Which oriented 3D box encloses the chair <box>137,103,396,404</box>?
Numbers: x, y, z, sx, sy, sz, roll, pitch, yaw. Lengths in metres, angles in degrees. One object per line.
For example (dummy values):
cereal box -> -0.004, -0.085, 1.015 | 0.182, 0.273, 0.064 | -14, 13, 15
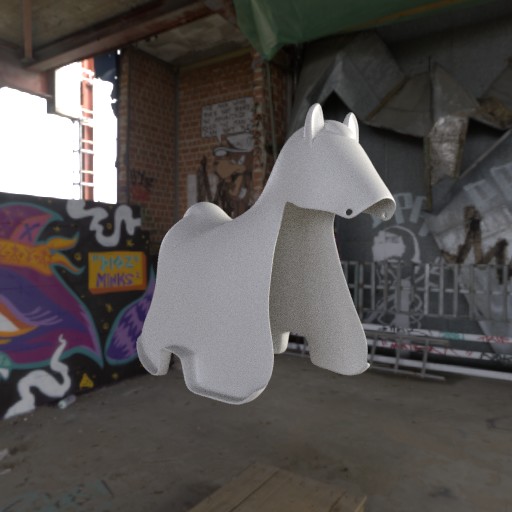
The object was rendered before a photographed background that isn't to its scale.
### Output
chair -> 0.000, 0.000, 1.126 | 0.429, 0.612, 0.800 | -1, 1, -37
